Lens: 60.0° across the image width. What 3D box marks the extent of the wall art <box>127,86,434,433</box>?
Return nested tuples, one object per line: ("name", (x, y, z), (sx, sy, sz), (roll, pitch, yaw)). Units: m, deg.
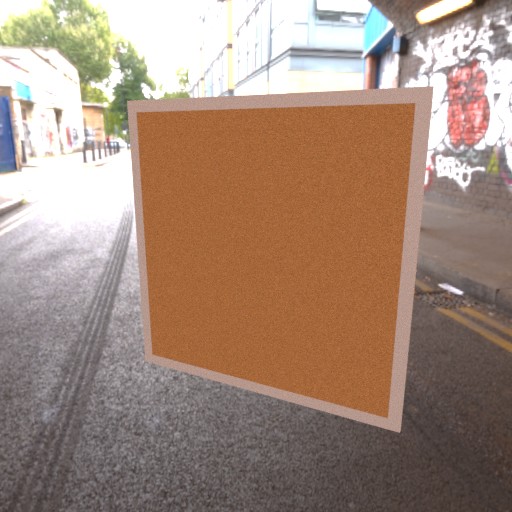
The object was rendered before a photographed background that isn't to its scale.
("wall art", (0.000, 0.000, 1.185), (0.812, 0.813, 0.013), (7, 17, 26))
